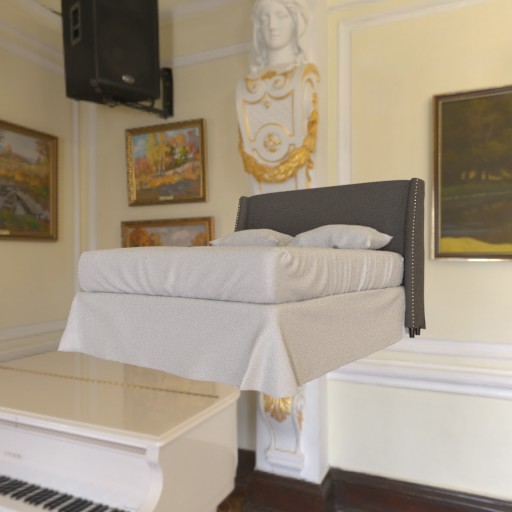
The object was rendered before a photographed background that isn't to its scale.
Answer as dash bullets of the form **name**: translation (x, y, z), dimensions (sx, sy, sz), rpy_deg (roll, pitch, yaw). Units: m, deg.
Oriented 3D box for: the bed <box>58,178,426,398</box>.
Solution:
- **bed**: translation (0.000, 0.000, 3.403), dimensions (1.925, 1.332, 2.276), rpy_deg (0, -1, 36)
